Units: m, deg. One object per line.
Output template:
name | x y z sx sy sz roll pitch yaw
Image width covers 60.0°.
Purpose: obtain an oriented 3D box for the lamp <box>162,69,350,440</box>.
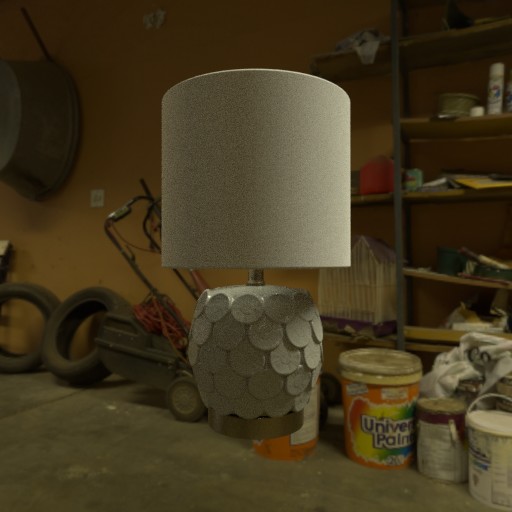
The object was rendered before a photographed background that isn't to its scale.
lamp | 0.000 0.000 0.610 0.254 0.452 0.254 0 0 0
